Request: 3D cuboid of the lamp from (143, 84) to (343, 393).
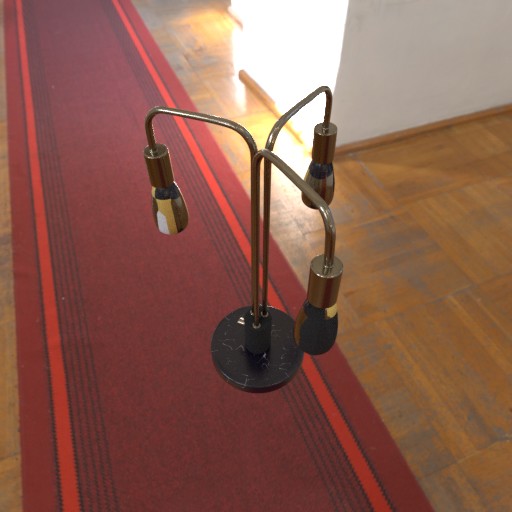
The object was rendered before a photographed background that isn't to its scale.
[{"bbox_3d":[0.000,0.000,0.802,0.368,0.560,0.355,18,51,15],"label":"lamp"}]
